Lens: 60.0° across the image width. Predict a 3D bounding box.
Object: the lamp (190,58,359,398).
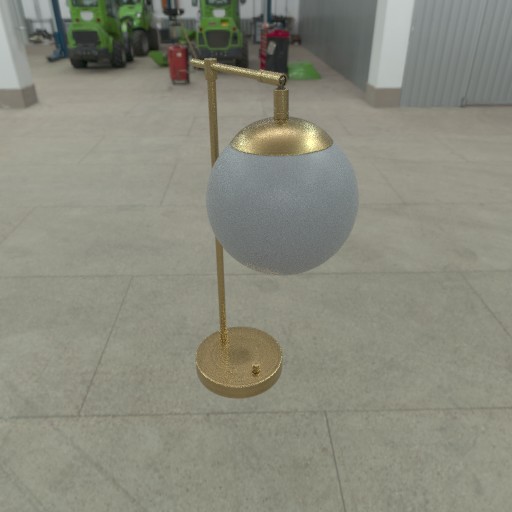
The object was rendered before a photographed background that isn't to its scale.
[{"bbox_3d":[0.000,0.000,0.707,0.207,0.559,0.324,-21,36,-31],"label":"lamp"}]
